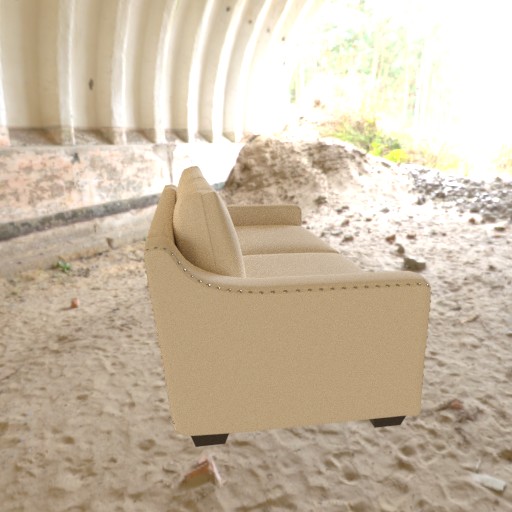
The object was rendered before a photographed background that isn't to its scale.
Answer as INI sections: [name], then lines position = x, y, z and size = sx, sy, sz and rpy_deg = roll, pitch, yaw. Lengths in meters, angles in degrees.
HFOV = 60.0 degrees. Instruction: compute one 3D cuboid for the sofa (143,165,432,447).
[sofa]
position = 0.000, 0.000, 2.260
size = 0.949, 0.830, 1.812
rpy_deg = -2, 15, -9
